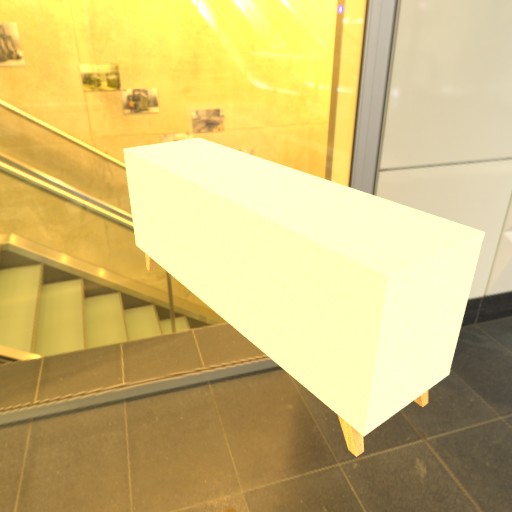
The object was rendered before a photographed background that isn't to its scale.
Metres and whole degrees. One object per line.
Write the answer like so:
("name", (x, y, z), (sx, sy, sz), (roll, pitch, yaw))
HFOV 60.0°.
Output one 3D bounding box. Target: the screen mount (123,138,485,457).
("screen mount", (0.000, 0.000, 1.738), (0.400, 0.619, 1.490), (-19, 32, -32))
